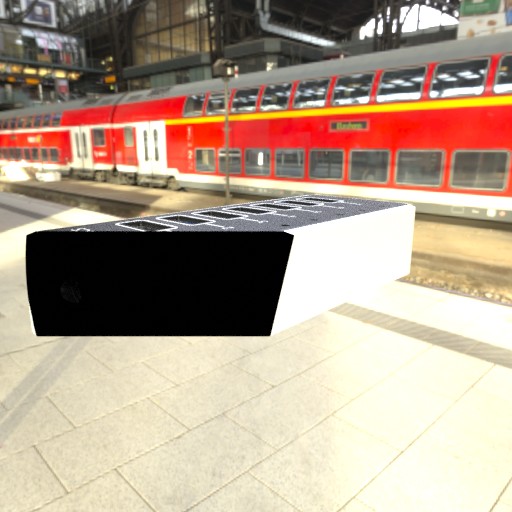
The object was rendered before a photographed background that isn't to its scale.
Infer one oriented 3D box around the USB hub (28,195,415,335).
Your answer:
[{"bbox_3d":[0.000,0.000,0.125,0.044,0.023,0.110,13,19,42],"label":"USB hub"}]
